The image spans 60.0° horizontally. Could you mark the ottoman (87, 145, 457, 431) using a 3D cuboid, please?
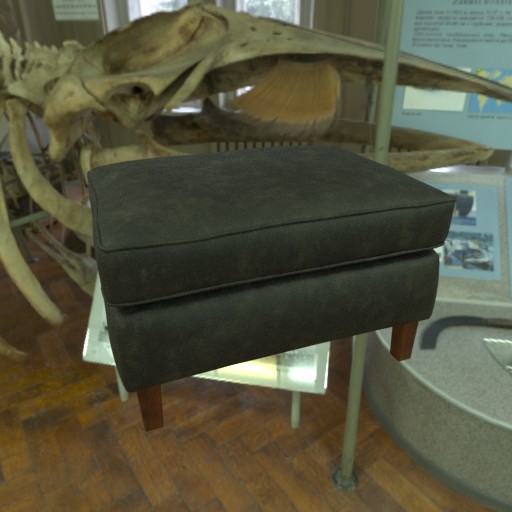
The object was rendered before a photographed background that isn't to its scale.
[{"bbox_3d":[0.000,0.000,0.994,0.665,0.413,0.501,-9,28,-18],"label":"ottoman"}]
